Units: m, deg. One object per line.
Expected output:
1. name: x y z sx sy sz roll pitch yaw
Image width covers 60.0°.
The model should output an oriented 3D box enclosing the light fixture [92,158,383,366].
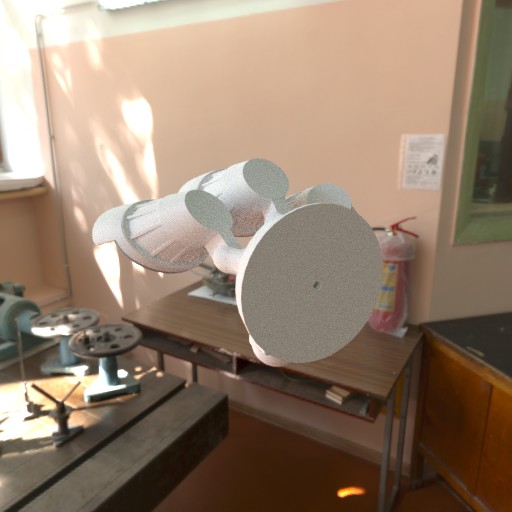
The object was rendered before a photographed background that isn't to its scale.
1. light fixture: 0.000 0.000 0.550 0.369 0.237 0.278 -7 16 -24
